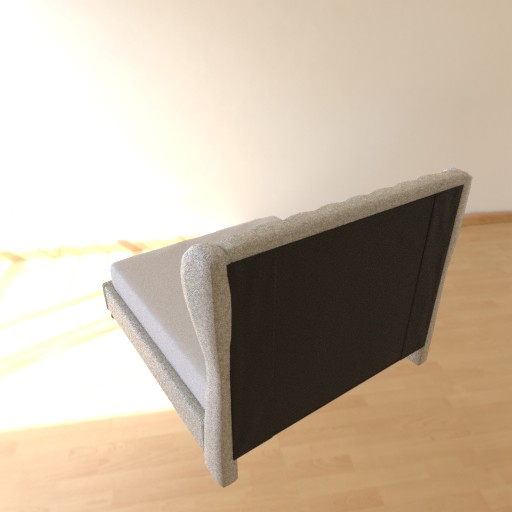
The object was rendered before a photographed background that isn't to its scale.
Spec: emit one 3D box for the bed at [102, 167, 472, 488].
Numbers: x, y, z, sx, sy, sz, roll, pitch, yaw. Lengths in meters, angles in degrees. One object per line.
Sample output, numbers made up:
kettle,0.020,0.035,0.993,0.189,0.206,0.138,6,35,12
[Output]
bed,0.000,0.000,3.861,2.219,1.771,2.347,-19,35,-30
